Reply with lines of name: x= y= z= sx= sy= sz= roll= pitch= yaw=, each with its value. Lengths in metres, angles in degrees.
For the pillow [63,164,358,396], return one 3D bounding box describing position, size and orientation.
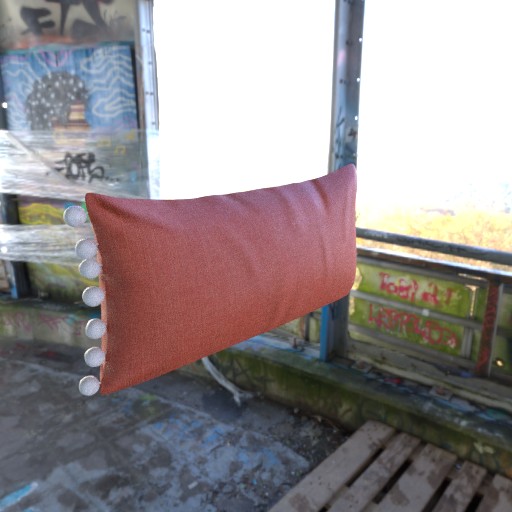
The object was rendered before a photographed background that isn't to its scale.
pillow: x=0.000 y=0.000 z=0.848 sx=0.201 sy=0.322 sz=0.709 roll=14 pitch=20 yaw=43
